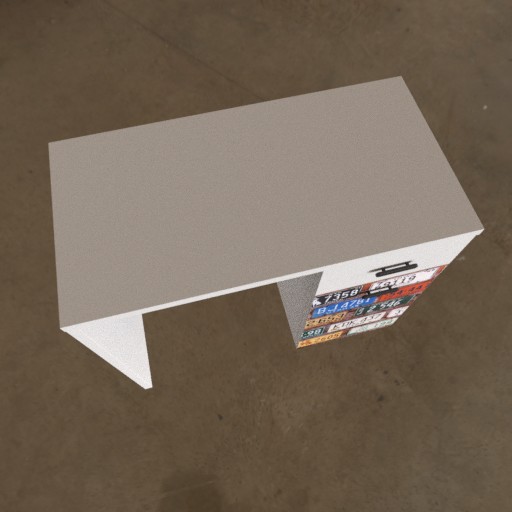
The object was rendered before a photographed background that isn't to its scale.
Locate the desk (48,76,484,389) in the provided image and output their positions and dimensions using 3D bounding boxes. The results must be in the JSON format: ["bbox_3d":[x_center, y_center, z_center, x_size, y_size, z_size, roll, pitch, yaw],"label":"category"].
[{"bbox_3d":[0.000,0.000,1.329,0.898,0.730,0.482,-13,65,-6],"label":"desk"}]
